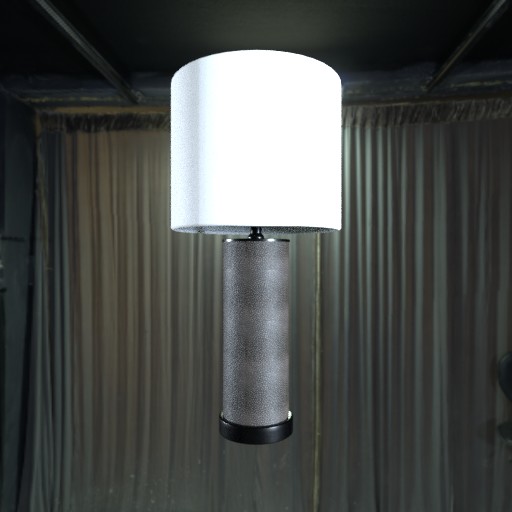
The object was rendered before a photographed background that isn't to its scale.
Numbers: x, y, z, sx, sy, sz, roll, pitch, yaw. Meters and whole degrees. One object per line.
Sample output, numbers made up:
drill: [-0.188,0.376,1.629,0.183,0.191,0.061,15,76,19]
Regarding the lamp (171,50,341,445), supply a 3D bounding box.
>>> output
lamp: [0.000,0.000,0.811,0.305,0.634,0.305,0,0,-1]
